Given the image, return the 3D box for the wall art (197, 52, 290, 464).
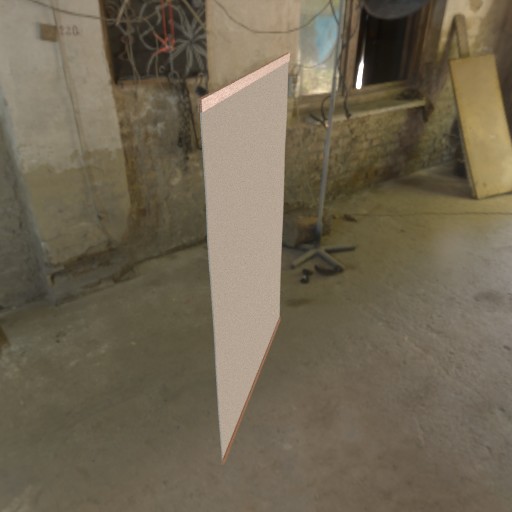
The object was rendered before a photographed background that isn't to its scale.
[{"bbox_3d":[0.000,0.000,1.948,0.019,1.527,1.019,9,32,14],"label":"wall art"}]
